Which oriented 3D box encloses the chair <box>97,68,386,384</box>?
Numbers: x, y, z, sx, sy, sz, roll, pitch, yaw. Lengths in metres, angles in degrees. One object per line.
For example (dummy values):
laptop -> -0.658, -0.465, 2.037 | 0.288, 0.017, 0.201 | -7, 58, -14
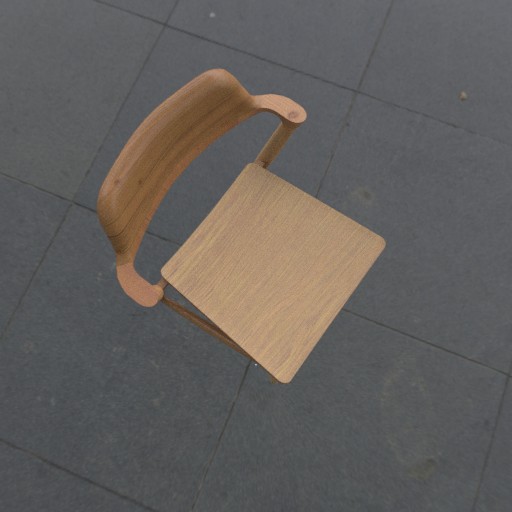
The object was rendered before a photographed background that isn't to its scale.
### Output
chair -> 0.000, 0.000, 1.120 | 0.499, 0.792, 0.512 | 36, 79, 8
